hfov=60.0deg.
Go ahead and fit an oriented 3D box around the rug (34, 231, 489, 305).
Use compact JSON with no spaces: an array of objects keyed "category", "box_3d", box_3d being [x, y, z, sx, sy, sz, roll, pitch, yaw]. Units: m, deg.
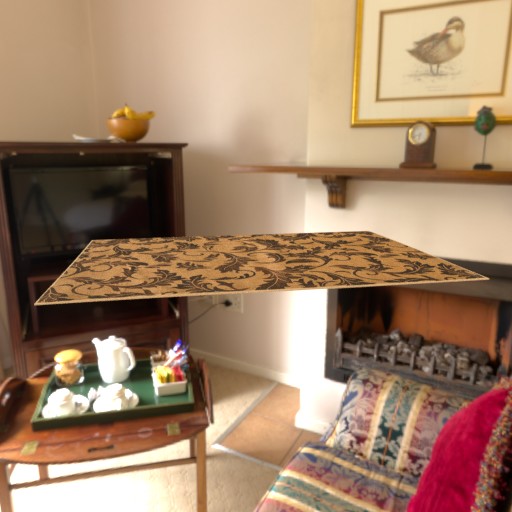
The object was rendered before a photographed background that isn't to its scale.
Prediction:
[{"category":"rug","box_3d":[0.000,0.000,2.893,2.284,0.008,1.522,-2,13,-10]}]
